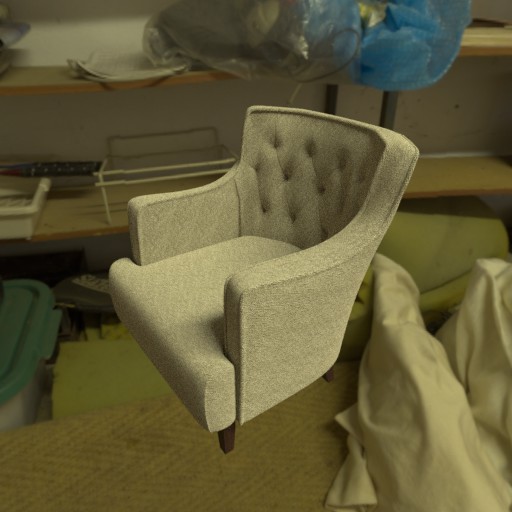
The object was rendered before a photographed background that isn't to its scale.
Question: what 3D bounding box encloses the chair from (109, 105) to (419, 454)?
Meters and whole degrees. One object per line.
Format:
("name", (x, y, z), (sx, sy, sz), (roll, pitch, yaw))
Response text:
("chair", (0.000, 0.000, 1.668), (0.910, 0.920, 0.820), (-19, 34, -31))
